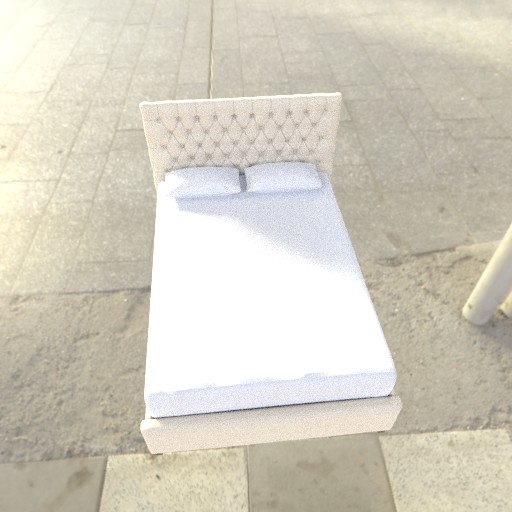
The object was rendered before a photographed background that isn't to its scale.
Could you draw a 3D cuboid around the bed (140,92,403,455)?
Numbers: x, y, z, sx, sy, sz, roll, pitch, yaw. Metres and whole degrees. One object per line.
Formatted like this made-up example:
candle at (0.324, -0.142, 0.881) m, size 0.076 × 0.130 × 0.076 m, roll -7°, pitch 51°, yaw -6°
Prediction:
bed at (0.000, 0.000, 3.413) m, size 1.698 × 1.427 × 2.387 m, roll -4°, pitch 47°, yaw -4°
